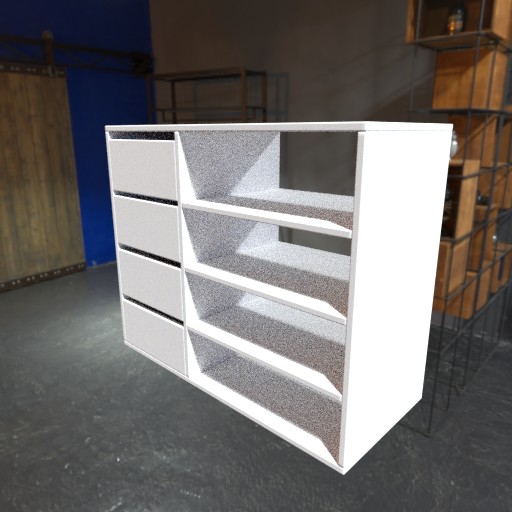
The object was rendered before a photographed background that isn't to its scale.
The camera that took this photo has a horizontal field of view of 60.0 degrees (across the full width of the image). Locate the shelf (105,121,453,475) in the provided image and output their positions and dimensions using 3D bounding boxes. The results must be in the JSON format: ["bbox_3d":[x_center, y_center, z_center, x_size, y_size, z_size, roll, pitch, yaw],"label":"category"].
[{"bbox_3d":[0.000,0.000,1.292,0.895,0.732,0.396,14,21,41],"label":"shelf"}]
